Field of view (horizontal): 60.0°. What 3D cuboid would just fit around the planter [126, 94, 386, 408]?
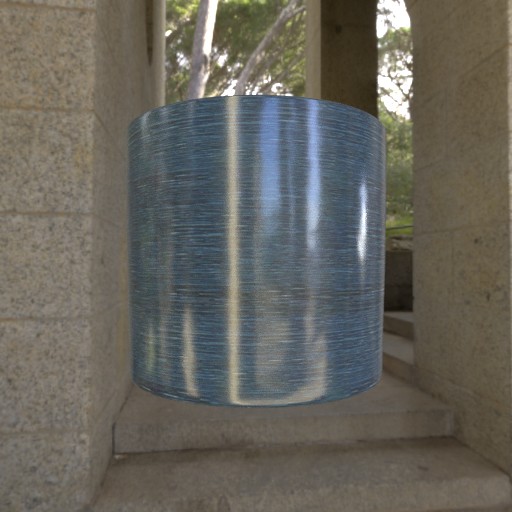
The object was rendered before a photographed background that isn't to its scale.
[{"bbox_3d":[0.000,0.000,0.390,0.221,0.201,0.221,0,-1,0],"label":"planter"}]
